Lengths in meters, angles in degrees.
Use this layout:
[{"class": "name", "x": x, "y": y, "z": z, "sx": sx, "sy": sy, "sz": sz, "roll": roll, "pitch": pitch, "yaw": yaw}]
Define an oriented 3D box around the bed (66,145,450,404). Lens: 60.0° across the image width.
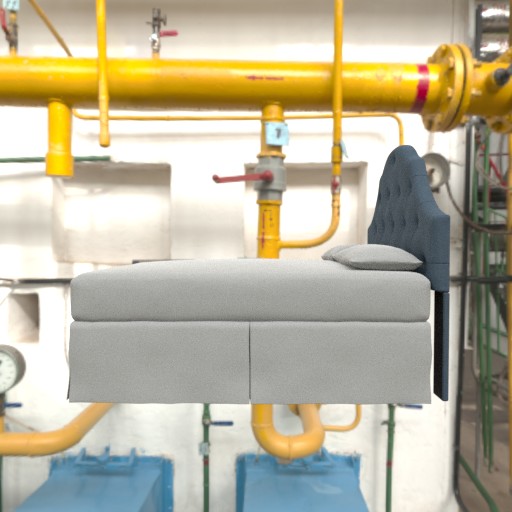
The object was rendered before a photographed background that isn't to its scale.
[{"class": "bed", "x": 0.000, "y": 0.000, "z": 3.211, "sx": 2.155, "sy": 1.575, "sz": 1.636, "roll": 0, "pitch": 2, "yaw": 1}]
